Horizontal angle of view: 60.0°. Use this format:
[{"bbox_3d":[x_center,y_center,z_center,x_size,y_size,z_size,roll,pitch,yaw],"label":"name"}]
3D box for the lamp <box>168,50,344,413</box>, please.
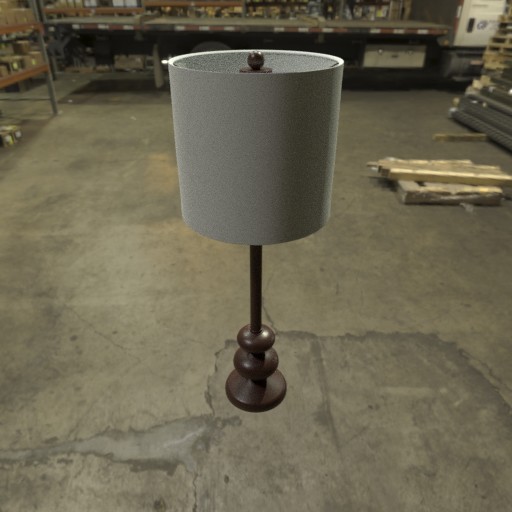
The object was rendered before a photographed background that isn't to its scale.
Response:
[{"bbox_3d":[0.000,0.000,0.816,0.254,0.690,0.254,-1,31,-1],"label":"lamp"}]
